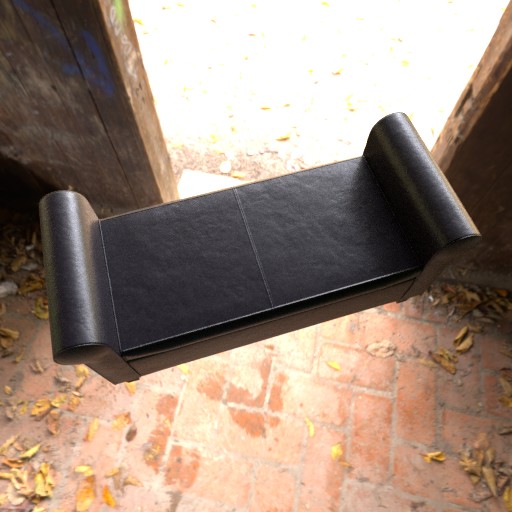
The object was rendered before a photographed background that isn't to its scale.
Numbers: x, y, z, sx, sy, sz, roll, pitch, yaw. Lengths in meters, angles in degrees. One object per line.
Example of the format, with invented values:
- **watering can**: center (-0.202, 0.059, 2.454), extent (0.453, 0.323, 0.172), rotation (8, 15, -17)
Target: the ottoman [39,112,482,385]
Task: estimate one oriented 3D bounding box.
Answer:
- **ottoman**: center (0.000, 0.000, 1.539), extent (1.256, 0.547, 0.521), rotation (-15, 64, -8)
